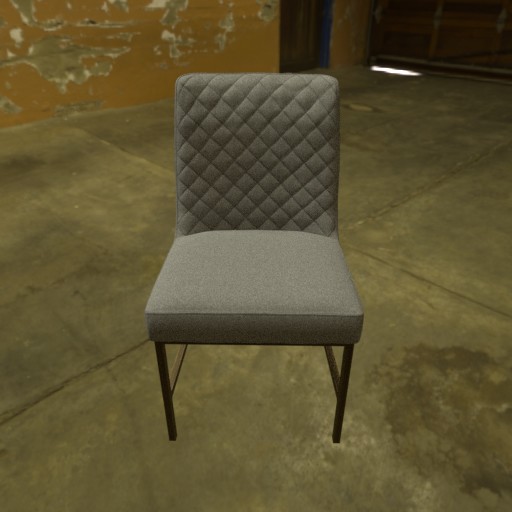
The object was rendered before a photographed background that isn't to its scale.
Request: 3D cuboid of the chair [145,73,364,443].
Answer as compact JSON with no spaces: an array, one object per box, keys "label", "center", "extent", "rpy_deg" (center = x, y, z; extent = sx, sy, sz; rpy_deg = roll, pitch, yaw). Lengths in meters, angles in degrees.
[{"label":"chair","center":[0.000,0.000,1.250],"extent":[0.508,0.889,0.587],"rpy_deg":[1,30,1]}]
